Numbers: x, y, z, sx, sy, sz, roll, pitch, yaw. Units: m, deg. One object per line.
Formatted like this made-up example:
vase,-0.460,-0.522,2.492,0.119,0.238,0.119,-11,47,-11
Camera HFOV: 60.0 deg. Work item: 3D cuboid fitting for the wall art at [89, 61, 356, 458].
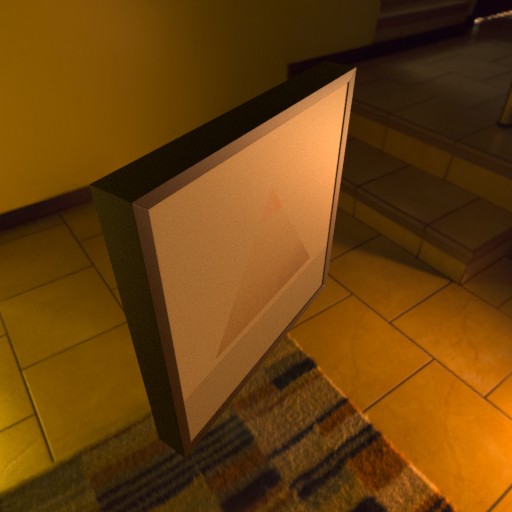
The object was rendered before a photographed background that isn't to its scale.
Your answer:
wall art,0.000,0.000,0.453,0.037,0.303,0.304,24,45,26
